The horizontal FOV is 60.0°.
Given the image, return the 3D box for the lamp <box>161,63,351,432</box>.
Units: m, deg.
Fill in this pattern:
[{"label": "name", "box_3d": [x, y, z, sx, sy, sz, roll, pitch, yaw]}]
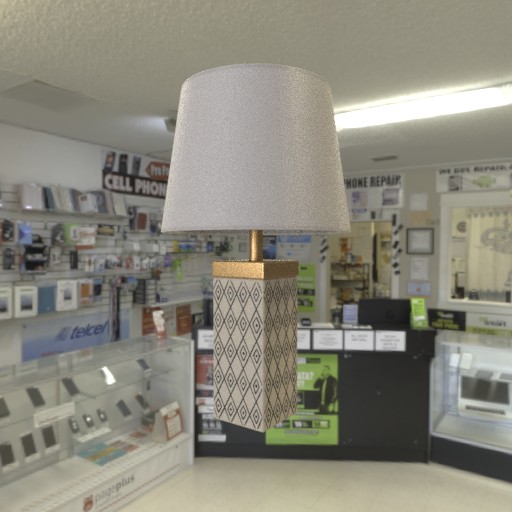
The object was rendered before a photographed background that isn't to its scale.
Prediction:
[{"label": "lamp", "box_3d": [0.000, 0.000, 0.599, 0.251, 0.435, 0.251, 0, 1, 0]}]
